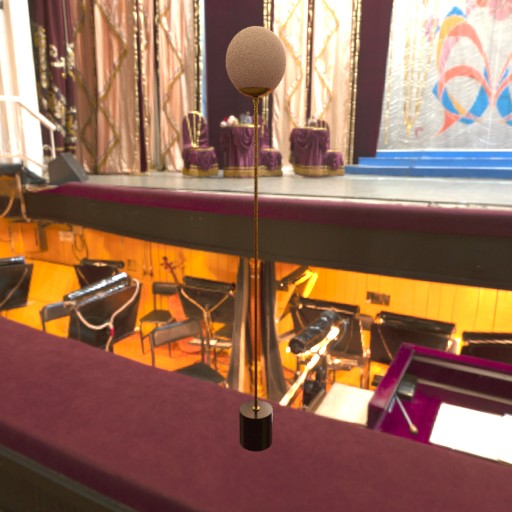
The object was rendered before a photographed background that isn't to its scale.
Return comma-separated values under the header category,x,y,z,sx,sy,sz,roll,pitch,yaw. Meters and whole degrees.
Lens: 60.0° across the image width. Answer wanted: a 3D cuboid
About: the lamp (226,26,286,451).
category,x,y,z,sx,sy,sz,roll,pitch,yaw
lamp,0.000,0.000,1.846,0.229,1.748,0.229,7,14,27
